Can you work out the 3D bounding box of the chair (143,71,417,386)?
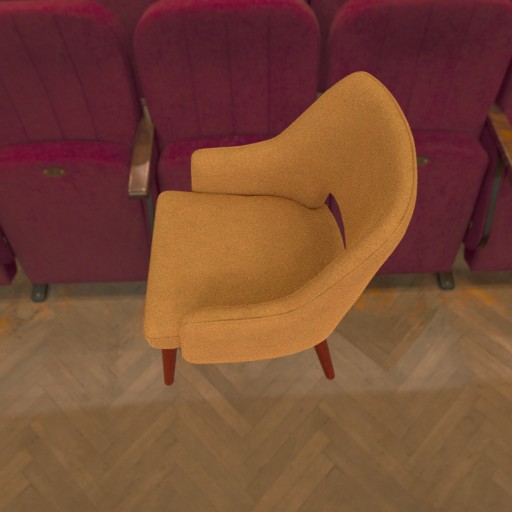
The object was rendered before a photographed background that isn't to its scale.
[{"bbox_3d":[0.000,0.000,1.185,0.605,0.849,0.548,-1,59,-1],"label":"chair"}]
